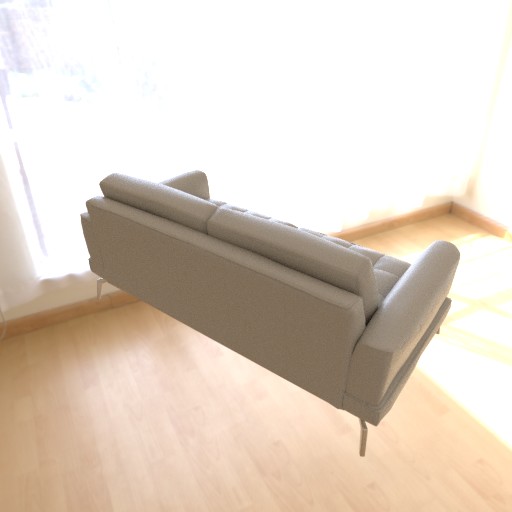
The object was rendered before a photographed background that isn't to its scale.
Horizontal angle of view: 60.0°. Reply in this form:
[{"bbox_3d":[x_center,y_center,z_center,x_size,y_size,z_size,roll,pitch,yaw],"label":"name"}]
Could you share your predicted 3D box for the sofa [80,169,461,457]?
[{"bbox_3d":[0.000,0.000,2.756,2.177,0.930,1.121,21,37,31],"label":"sofa"}]
